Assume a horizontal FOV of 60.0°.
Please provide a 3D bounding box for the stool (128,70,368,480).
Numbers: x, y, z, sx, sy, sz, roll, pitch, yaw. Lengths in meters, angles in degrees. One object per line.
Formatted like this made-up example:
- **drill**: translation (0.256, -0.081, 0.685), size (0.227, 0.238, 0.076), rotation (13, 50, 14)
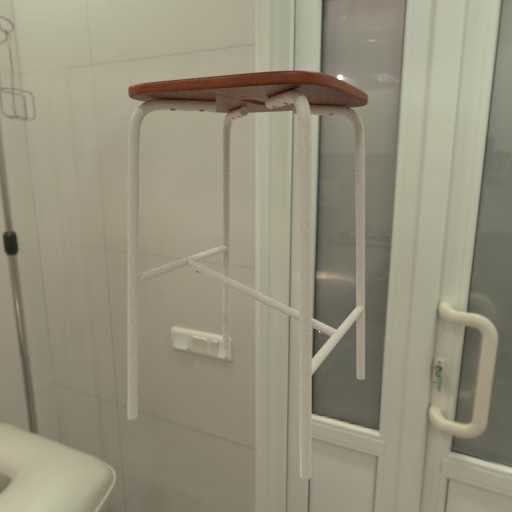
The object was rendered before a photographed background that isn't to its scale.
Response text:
- **stool**: translation (0.000, 0.000, 0.872), size (0.376, 0.610, 0.376), rotation (6, 14, 26)
